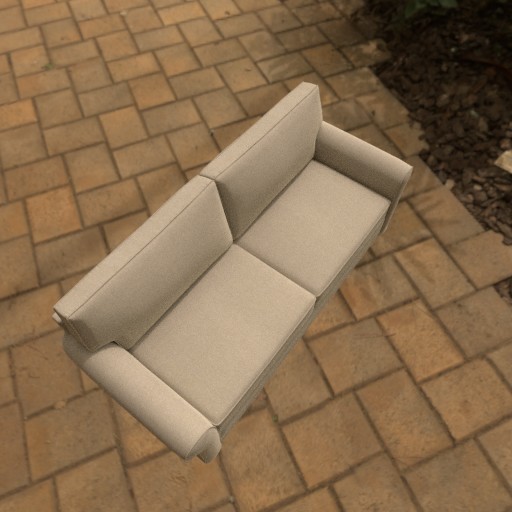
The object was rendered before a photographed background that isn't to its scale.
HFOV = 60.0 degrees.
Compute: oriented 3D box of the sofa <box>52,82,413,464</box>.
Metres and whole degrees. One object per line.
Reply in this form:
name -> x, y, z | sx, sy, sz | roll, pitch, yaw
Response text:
sofa -> 0.000, 0.000, 2.589 | 0.901, 0.962, 2.146 | 33, 64, 19
